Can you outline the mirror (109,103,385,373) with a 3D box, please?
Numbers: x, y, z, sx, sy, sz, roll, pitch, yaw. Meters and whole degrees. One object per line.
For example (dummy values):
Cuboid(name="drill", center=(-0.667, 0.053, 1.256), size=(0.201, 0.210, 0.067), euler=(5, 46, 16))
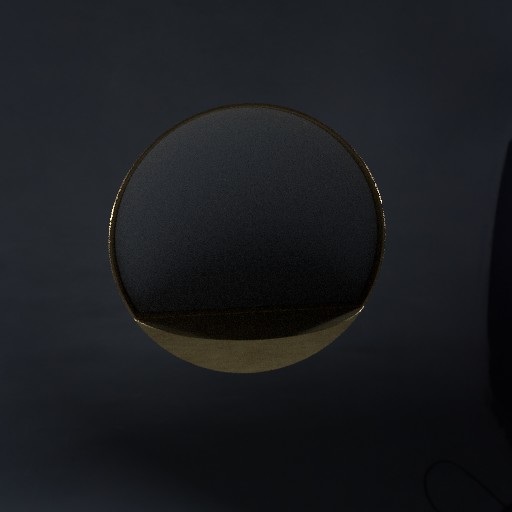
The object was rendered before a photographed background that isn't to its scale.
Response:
Cuboid(name="mirror", center=(0.000, 0.000, 0.695), size=(0.457, 0.457, 0.133), euler=(-2, 17, -8))
